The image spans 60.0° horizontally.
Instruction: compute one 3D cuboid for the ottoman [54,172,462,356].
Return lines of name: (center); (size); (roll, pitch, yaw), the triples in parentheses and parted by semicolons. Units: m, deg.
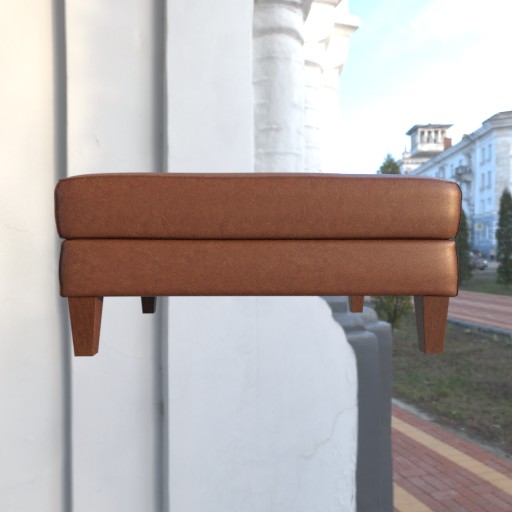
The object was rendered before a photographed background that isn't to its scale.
ottoman: (0.000, 0.000, 1.447); (0.987, 0.472, 0.836); (0, 1, -2)
